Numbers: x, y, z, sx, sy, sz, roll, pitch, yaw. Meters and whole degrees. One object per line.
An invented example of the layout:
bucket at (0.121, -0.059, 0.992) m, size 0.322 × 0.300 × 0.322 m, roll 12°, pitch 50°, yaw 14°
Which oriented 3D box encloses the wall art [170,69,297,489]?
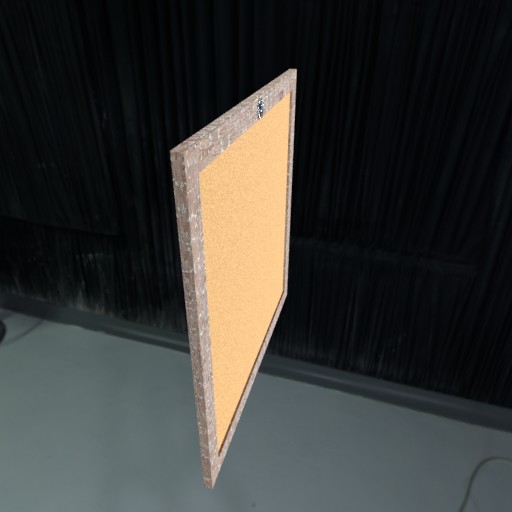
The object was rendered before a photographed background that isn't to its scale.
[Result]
wall art at (0.000, 0.000, 0.556) m, size 0.012 × 0.384 × 0.384 m, roll 8°, pitch 32°, yaw 14°
